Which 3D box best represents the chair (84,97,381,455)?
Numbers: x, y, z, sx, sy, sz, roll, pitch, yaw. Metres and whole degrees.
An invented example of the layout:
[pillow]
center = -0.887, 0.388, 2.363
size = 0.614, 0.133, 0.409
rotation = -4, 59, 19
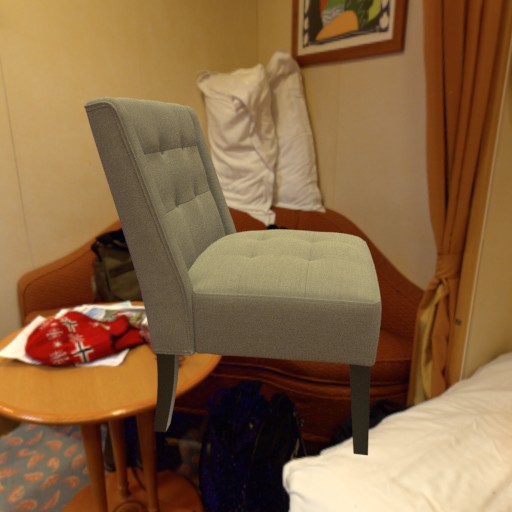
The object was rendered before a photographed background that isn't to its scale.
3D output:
[chair]
center = 0.000, 0.000, 1.281
size = 0.676, 0.853, 0.569
rotation = 3, 17, 9
